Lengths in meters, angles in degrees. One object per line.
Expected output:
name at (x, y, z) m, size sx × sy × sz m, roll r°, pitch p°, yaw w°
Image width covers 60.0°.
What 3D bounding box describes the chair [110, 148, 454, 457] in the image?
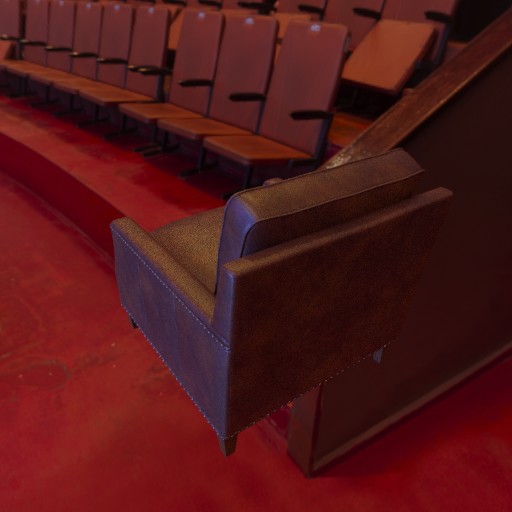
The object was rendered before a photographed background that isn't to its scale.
chair at (0.000, 0.000, 1.730) m, size 0.853 × 0.929 × 1.014 m, roll -20°, pitch 36°, yaw -30°
